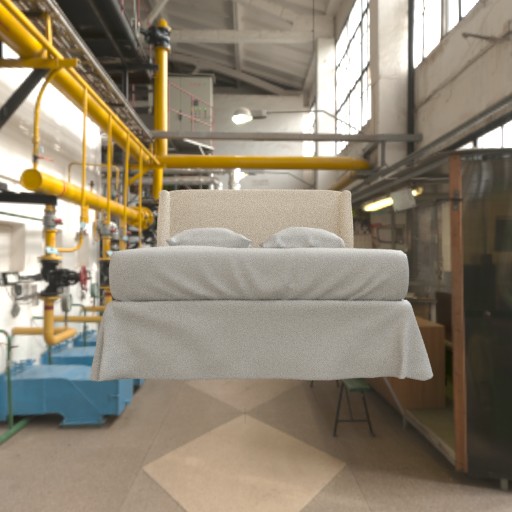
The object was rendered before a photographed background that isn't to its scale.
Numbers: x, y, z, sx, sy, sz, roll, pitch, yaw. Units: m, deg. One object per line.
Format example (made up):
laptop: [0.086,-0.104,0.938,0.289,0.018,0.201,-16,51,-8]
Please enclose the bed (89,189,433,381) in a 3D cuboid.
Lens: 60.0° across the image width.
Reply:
bed: [0.000,0.000,3.401,1.925,1.332,2.276,0,0,0]
